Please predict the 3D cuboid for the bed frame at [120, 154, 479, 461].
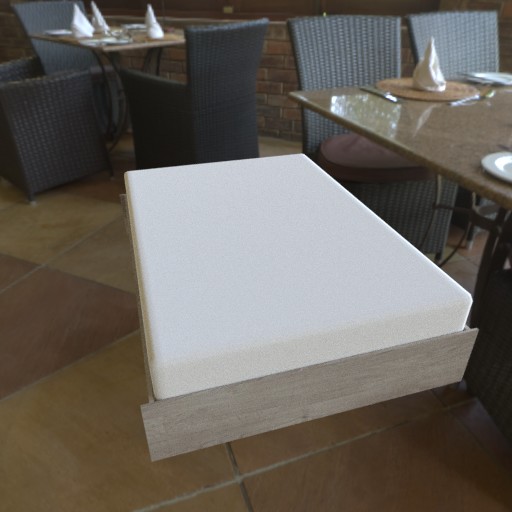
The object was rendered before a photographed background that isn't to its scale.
[{"bbox_3d":[0.000,0.000,2.584,1.445,0.497,1.945,-9,33,-14],"label":"bed frame"}]
